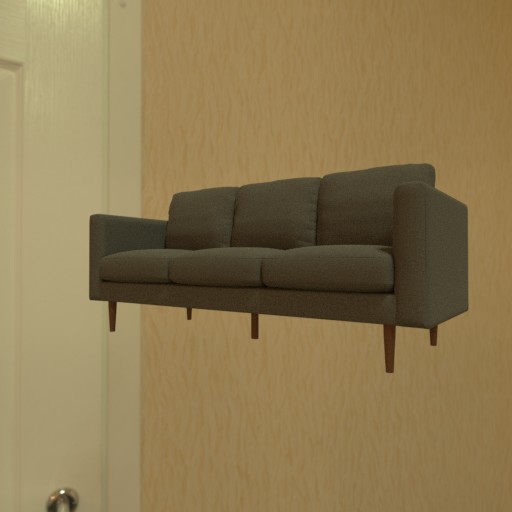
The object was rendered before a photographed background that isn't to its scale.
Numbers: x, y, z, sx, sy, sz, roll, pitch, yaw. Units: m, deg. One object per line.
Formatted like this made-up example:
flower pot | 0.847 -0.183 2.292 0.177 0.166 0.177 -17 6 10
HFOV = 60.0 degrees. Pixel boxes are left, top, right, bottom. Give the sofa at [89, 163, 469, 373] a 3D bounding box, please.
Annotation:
sofa | 0.000 0.000 2.455 2.029 0.912 0.802 0 -1 35
